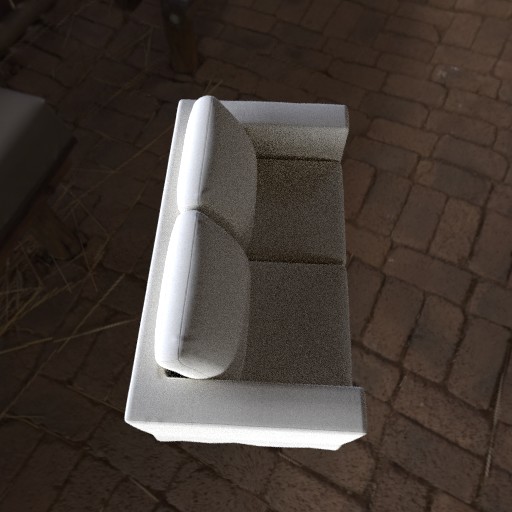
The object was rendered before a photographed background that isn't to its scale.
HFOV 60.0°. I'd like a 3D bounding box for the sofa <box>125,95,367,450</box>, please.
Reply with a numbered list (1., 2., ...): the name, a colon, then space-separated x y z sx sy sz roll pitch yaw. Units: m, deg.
1. sofa: 0.000 0.000 2.372 1.009 0.932 1.813 2 63 1
